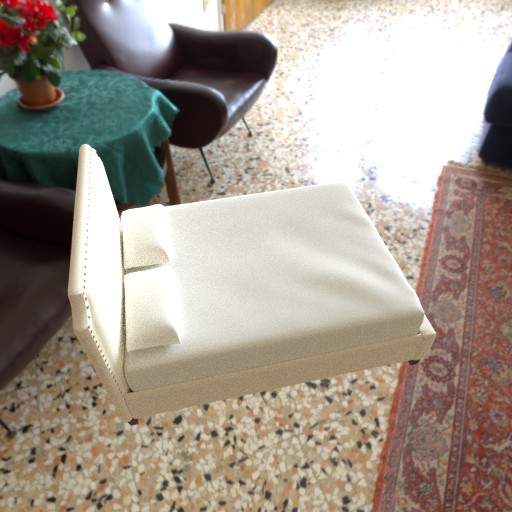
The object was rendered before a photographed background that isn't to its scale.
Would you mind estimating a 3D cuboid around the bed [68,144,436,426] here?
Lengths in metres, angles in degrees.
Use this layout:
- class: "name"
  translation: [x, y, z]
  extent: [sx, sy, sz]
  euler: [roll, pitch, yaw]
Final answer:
- class: "bed"
  translation: [0.000, 0.000, 3.446]
  extent: [2.365, 1.443, 1.712]
  euler: [-9, 48, -9]
